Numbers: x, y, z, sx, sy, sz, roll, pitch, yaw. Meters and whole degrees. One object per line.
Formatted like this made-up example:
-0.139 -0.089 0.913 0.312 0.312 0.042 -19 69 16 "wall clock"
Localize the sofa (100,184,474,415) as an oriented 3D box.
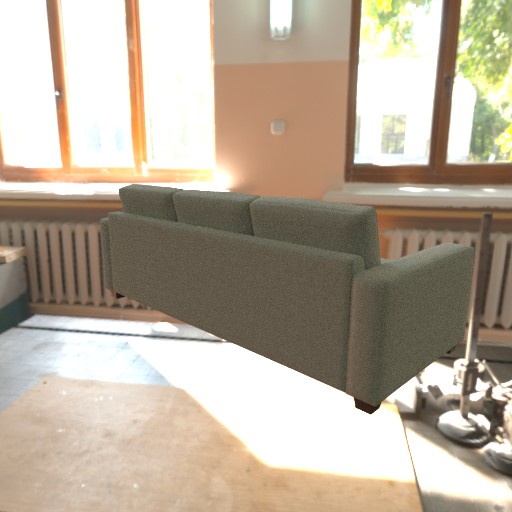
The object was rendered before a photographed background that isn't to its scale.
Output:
0.000 0.000 2.630 2.160 0.800 0.900 13 18 43 "sofa"
